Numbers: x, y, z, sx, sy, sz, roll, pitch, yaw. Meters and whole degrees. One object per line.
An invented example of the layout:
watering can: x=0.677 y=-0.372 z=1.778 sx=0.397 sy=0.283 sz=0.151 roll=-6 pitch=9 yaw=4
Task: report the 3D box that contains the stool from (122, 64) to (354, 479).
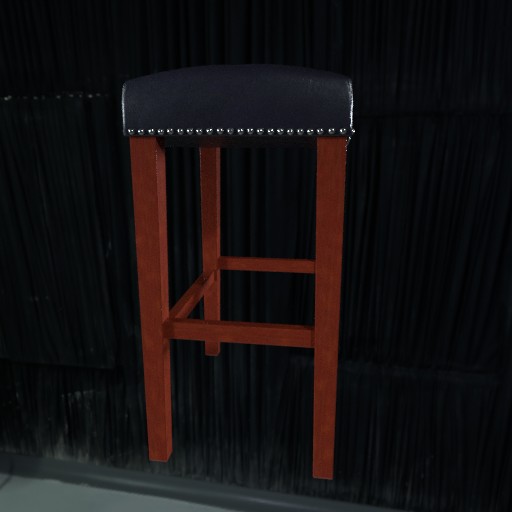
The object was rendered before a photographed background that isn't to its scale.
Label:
stool: x=0.000 y=0.000 z=0.999 sx=0.372 sy=0.742 sz=0.504 roll=2 pitch=15 yaw=8
